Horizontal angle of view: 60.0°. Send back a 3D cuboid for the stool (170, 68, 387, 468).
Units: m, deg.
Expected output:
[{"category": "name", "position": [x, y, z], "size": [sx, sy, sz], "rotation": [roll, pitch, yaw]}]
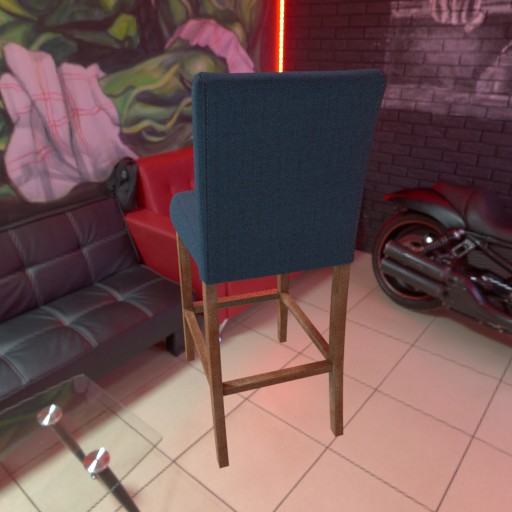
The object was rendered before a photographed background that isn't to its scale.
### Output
[{"category": "stool", "position": [0.000, 0.000, 1.374], "size": [0.454, 1.088, 0.574], "rotation": [-8, 27, -16]}]
